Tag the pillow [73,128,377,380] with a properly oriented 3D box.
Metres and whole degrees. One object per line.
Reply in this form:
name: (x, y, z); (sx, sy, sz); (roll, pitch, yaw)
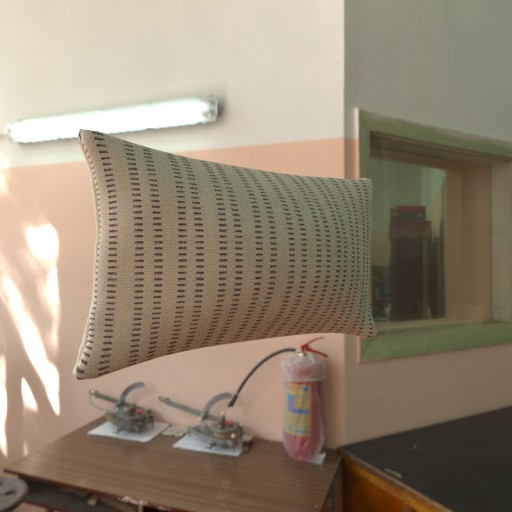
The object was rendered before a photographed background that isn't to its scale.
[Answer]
pillow: (0.000, 0.000, 0.807); (0.640, 0.353, 0.210); (1, -1, -36)
